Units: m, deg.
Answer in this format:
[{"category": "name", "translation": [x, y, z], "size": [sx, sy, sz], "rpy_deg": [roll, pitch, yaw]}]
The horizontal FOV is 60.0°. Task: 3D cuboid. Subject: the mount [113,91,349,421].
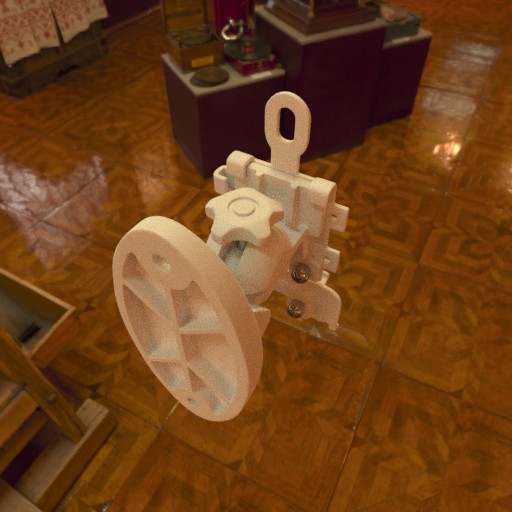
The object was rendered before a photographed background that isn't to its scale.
[{"category": "mount", "translation": [0.000, 0.000, 0.178], "size": [0.066, 0.118, 0.100], "rpy_deg": [23, 51, 20]}]
